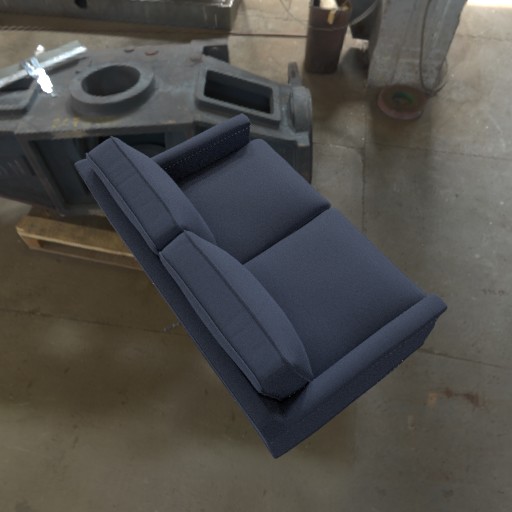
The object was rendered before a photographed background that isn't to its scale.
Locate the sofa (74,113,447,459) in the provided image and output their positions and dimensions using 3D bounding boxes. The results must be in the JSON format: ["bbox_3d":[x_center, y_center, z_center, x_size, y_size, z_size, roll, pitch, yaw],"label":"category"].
[{"bbox_3d":[0.000,0.000,2.241,1.084,1.003,1.597,-31,62,-19],"label":"sofa"}]
